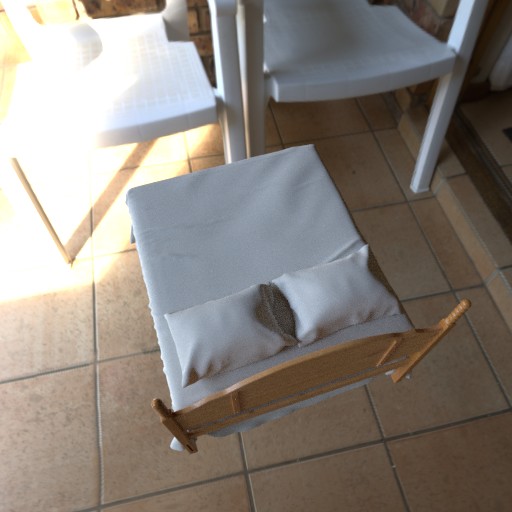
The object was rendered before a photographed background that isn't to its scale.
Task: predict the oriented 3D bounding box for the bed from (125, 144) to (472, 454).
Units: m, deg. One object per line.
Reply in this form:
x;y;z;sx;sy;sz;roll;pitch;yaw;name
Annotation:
0.000;0.000;3.174;1.873;1.356;2.040;-16;60;-9;bed
